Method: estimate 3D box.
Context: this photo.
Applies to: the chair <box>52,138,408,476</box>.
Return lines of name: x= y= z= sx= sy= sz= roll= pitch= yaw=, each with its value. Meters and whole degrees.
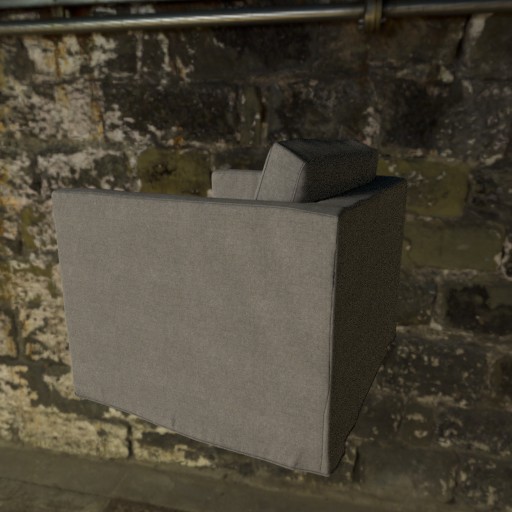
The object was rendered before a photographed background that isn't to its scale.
chair: x=0.000 y=0.000 z=1.675 sx=0.949 sy=0.863 sz=1.057 roll=7 pitch=17 yaw=25
